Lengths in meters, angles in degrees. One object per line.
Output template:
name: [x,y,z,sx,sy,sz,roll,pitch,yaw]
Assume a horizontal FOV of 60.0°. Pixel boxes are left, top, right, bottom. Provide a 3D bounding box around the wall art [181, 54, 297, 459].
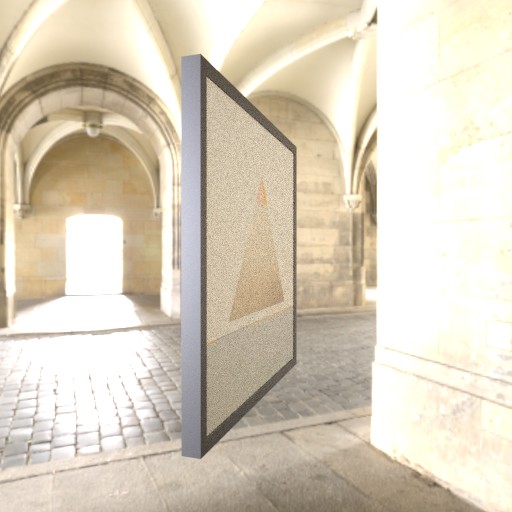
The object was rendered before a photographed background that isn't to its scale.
wall art: [0.000,0.000,1.208,0.042,0.766,0.769,0,0,19]
